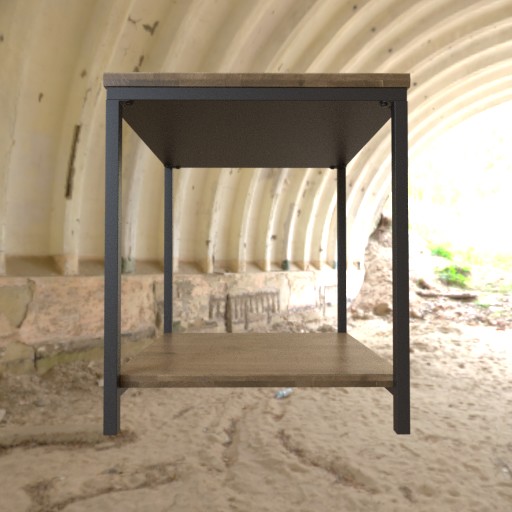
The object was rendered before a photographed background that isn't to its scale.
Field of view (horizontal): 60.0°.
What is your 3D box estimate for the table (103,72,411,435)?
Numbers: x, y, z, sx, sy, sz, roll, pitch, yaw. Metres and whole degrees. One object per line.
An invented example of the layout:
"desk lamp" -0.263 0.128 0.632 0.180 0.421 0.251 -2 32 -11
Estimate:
"table" 0.000 0.000 0.972 0.503 0.589 0.507 0 -1 0
